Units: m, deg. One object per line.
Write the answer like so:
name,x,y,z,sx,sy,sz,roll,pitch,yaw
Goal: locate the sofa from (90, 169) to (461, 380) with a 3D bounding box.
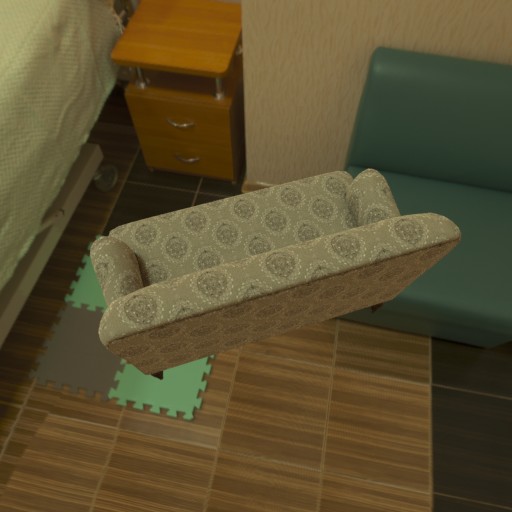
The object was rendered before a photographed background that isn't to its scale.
sofa,0.000,0.000,1.888,1.297,0.889,0.779,-16,60,-9
